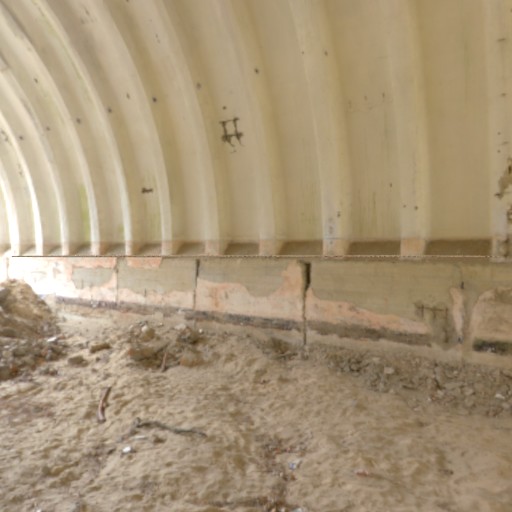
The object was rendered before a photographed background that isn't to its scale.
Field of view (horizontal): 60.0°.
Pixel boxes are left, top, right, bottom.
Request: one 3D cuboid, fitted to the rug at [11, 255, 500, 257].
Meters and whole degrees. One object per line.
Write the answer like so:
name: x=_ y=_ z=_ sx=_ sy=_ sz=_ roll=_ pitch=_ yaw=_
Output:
rug: x=0.000 y=0.000 z=2.954 sx=2.428 sy=0.007 sz=1.519 roll=0 pitch=0 yaw=0
